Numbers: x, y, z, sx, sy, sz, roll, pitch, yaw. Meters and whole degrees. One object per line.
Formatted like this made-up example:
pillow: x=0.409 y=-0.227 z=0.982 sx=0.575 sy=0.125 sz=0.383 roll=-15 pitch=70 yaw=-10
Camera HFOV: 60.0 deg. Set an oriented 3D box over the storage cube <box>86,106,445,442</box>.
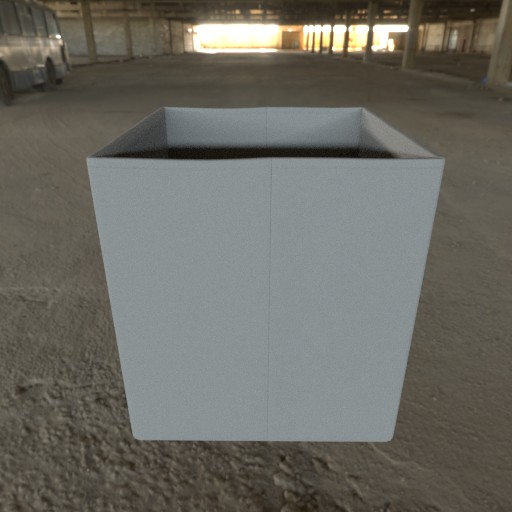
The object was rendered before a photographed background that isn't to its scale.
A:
storage cube: x=0.000 y=0.000 z=0.488 sx=0.270 sy=0.280 sz=0.270 roll=0 pitch=26 yaw=0
